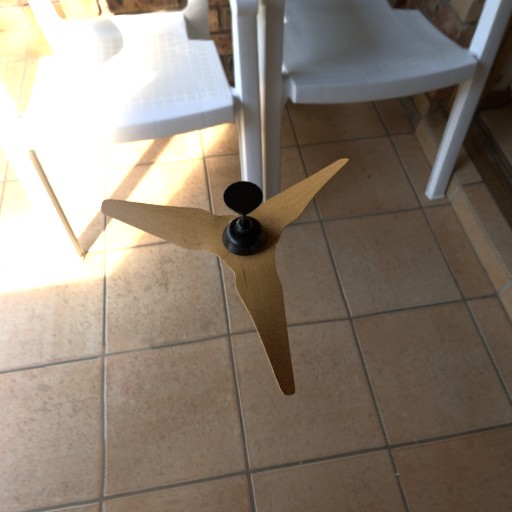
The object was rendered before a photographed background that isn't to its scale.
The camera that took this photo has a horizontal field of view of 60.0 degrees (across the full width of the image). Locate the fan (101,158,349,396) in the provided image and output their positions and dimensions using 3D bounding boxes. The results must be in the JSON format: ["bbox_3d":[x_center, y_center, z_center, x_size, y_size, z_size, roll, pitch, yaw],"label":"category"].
[{"bbox_3d":[0.000,0.000,1.676,1.142,0.355,1.010,-13,60,-8],"label":"fan"}]
